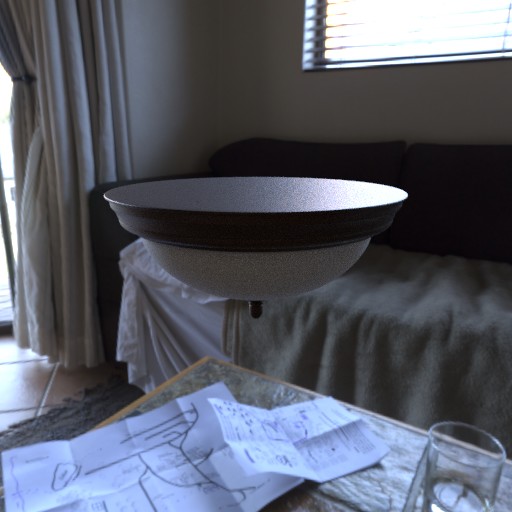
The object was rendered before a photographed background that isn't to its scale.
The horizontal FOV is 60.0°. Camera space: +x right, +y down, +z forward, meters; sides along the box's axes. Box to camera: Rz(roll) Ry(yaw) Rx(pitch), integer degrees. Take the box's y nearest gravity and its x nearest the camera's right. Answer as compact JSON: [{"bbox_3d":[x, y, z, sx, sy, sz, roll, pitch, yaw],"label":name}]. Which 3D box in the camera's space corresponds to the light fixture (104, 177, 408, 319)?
[{"bbox_3d":[0.000,0.000,0.447,0.280,0.135,0.280,0,15,0],"label":"light fixture"}]
